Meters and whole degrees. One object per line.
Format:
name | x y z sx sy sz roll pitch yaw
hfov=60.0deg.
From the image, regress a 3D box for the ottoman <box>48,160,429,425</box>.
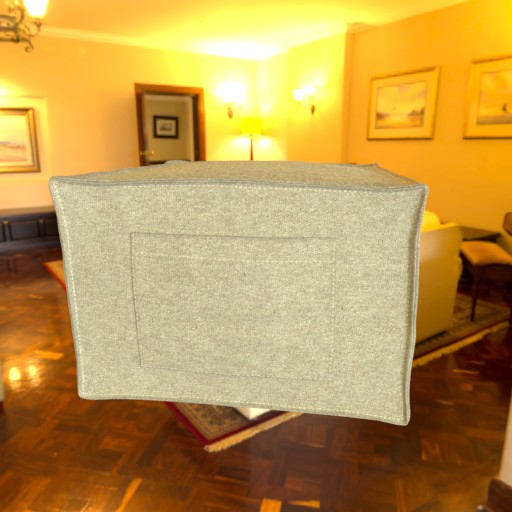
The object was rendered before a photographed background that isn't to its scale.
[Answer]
ottoman | 0.000 0.000 1.132 0.707 0.470 0.696 2 14 7
